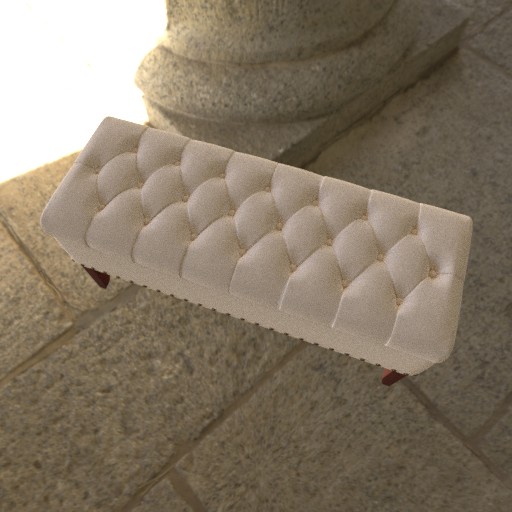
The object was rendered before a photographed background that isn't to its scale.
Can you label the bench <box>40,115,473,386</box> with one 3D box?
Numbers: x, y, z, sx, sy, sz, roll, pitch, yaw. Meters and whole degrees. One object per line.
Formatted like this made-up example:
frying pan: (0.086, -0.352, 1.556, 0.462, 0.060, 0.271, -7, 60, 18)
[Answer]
bench: (0.000, 0.000, 1.316, 1.054, 0.470, 0.400, 17, 66, 8)
